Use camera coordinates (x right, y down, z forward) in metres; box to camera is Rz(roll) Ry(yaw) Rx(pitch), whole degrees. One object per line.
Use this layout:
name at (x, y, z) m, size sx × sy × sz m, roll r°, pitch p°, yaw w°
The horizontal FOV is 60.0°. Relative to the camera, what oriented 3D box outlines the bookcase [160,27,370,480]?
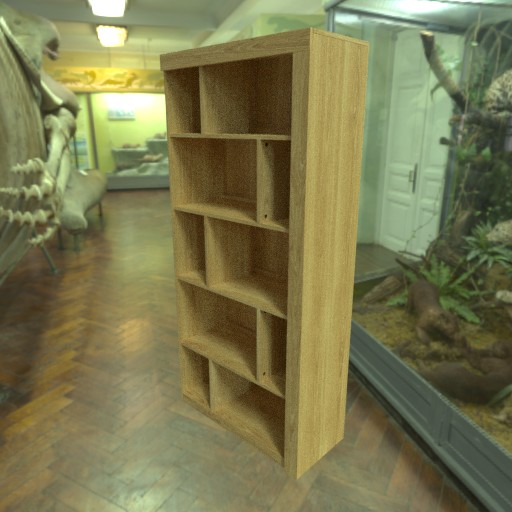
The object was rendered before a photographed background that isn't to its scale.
bookcase at (0.000, 0.000, 2.358) m, size 0.950 × 2.020 × 0.420 m, roll 15°, pitch 22°, yaw 41°
